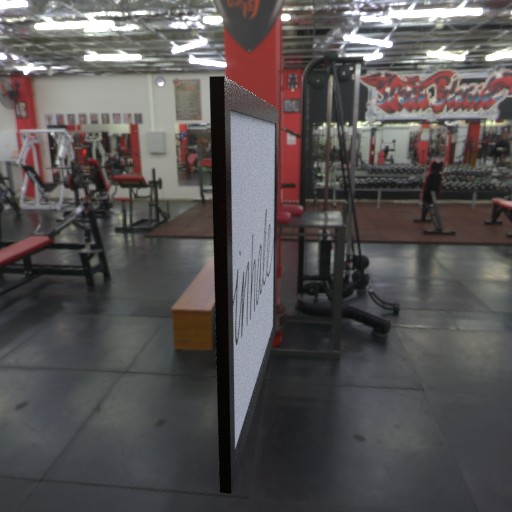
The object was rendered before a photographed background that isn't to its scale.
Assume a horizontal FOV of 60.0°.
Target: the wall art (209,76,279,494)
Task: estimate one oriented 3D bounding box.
[{"bbox_3d":[0.000,0.000,0.662,0.014,0.445,0.446,2,15,9],"label":"wall art"}]
